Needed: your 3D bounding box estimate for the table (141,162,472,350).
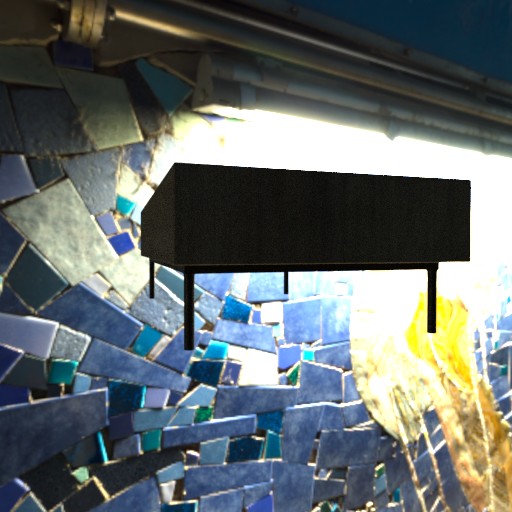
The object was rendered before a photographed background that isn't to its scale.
[{"bbox_3d":[0.000,0.000,1.386,0.643,0.347,1.088,0,1,-18],"label":"table"}]
